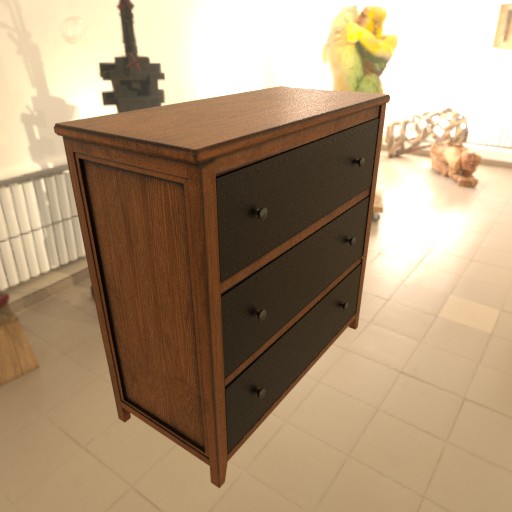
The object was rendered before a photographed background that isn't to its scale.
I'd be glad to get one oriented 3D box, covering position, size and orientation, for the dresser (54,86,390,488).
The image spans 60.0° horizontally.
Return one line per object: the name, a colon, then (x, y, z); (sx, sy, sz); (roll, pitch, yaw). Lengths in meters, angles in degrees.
dresser: (0.000, 0.000, 1.894); (0.591, 1.224, 1.250); (18, 32, 31)
